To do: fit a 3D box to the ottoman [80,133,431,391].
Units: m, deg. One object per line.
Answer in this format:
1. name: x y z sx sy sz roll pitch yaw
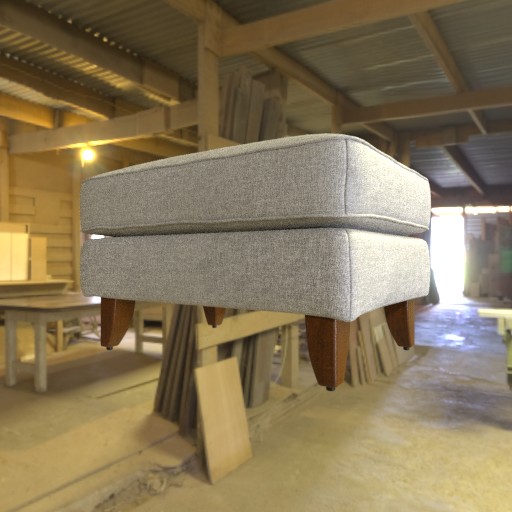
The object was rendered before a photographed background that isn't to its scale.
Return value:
1. ottoman: 0.000 0.000 1.330 0.889 0.561 0.661 0 0 35
